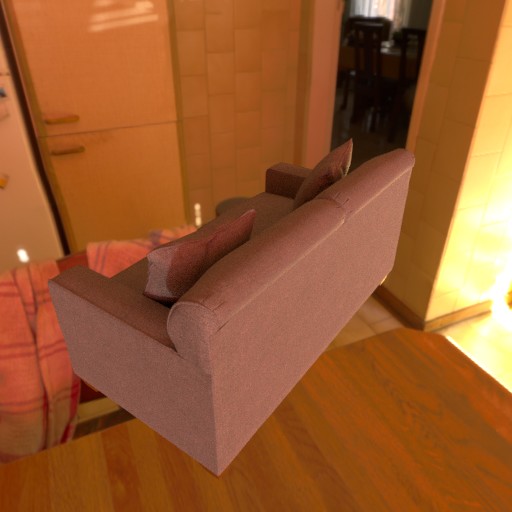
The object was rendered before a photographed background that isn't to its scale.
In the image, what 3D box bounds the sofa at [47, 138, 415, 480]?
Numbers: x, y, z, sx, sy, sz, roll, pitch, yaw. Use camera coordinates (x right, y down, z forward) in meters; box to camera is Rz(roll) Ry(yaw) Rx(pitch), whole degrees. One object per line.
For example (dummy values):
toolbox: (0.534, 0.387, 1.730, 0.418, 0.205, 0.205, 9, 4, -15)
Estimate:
sofa: (0.000, 0.000, 2.393, 1.000, 0.958, 1.846, 21, 37, 30)
